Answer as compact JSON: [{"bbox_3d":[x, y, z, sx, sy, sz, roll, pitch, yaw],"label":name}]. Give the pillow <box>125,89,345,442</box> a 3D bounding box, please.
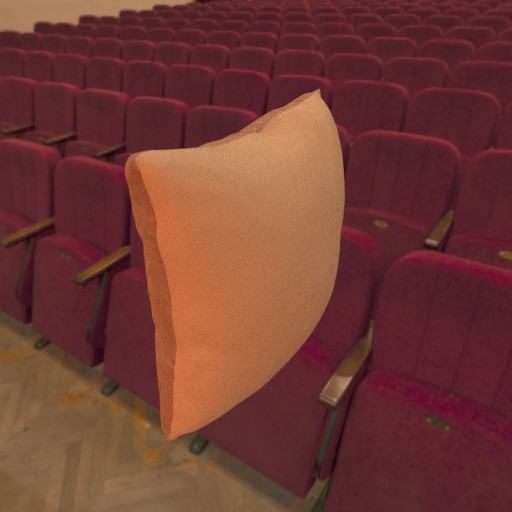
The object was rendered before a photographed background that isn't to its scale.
[{"bbox_3d":[0.000,0.000,0.713,0.245,0.448,0.450,19,36,29],"label":"pillow"}]
